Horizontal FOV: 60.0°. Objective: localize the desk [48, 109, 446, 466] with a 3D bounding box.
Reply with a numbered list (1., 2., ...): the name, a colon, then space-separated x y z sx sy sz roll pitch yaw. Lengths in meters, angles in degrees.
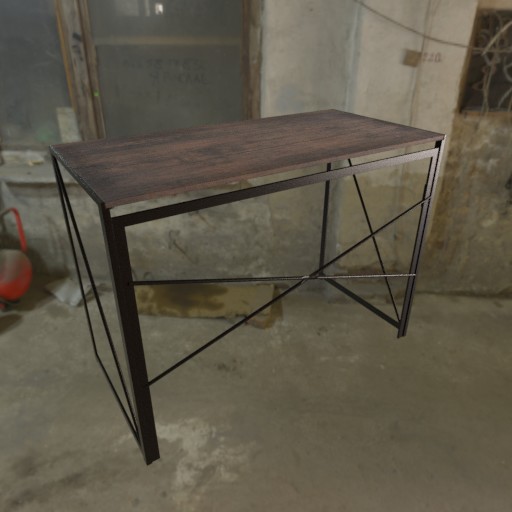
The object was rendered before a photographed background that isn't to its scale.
1. desk: 0.000 0.000 1.433 1.015 0.747 0.505 -17 33 -28
